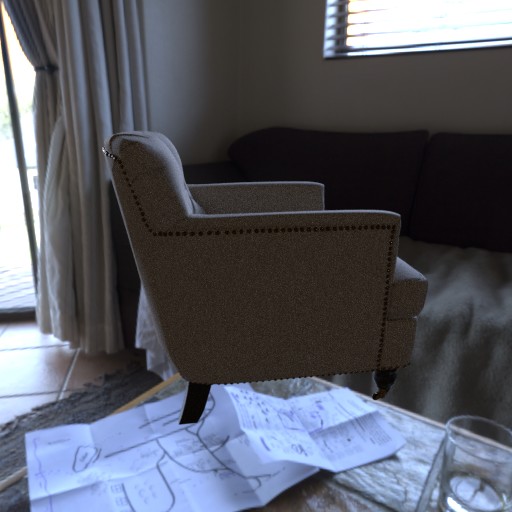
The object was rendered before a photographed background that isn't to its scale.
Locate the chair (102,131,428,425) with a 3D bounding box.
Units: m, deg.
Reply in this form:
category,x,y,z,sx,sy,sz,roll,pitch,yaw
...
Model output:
category,x,y,z,sx,sy,sz,roll,pitch,yaw
chair,0.000,0.000,1.516,0.902,0.823,0.737,-3,16,-9
